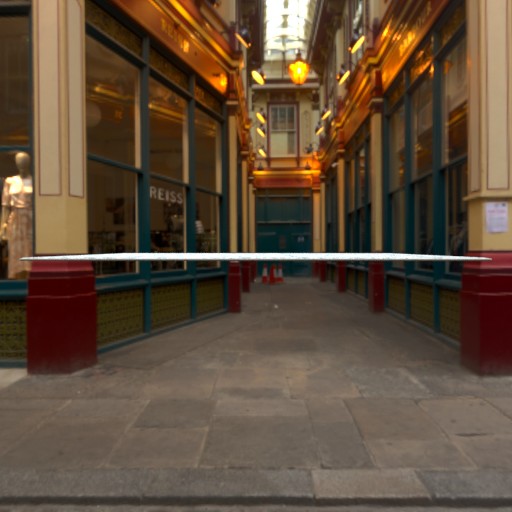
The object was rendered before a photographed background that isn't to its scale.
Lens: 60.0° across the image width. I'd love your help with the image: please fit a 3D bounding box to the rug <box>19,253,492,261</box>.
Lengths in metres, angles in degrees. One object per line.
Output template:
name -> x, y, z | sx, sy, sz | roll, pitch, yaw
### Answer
rug -> 0.000, 0.000, 2.846 | 2.197, 0.014, 1.586 | 0, 1, 1
